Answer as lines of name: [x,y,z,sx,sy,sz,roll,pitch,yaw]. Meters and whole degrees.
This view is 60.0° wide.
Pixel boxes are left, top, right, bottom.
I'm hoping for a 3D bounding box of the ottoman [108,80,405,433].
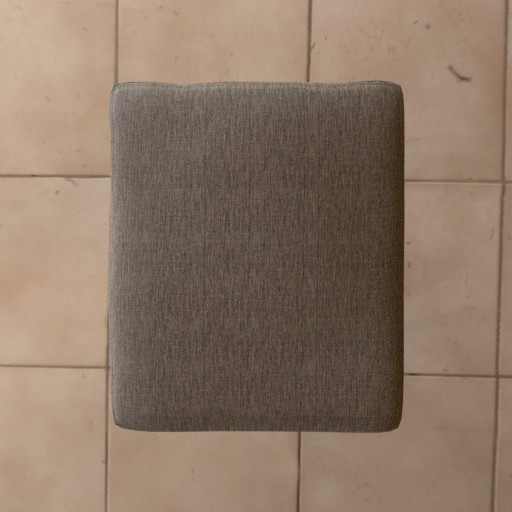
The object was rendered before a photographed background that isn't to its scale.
ottoman: [0.000,0.000,1.431,0.839,0.492,0.994,0,91,1]
